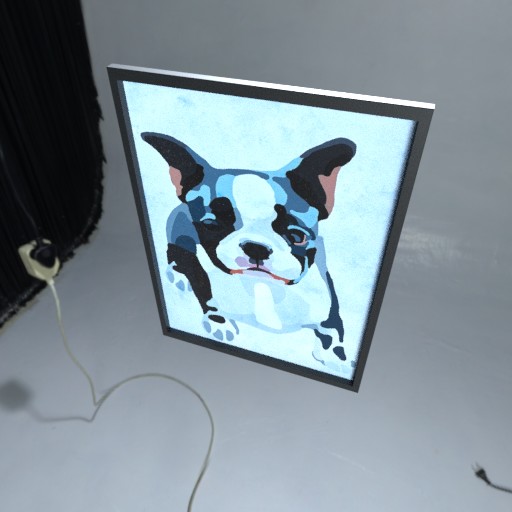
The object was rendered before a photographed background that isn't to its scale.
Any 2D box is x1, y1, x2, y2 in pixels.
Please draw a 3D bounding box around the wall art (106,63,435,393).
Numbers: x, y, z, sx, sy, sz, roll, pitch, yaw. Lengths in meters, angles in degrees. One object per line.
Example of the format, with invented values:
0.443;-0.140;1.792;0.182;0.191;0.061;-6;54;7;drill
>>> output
0.000;0.000;1.338;0.774;1.027;0.030;13;42;15;wall art
